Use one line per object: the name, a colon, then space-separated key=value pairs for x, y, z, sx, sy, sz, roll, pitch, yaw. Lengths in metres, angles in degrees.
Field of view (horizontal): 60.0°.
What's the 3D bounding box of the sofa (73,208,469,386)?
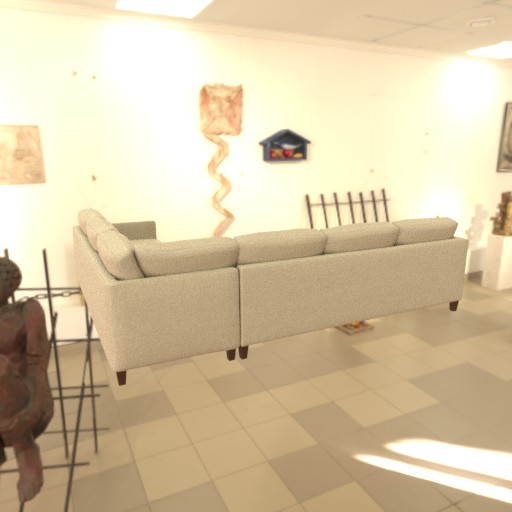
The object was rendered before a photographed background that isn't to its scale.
sofa: x=0.000 y=0.000 z=4.590 sx=3.333 sy=0.934 sz=2.522 roll=-7 pitch=15 yaw=-26
